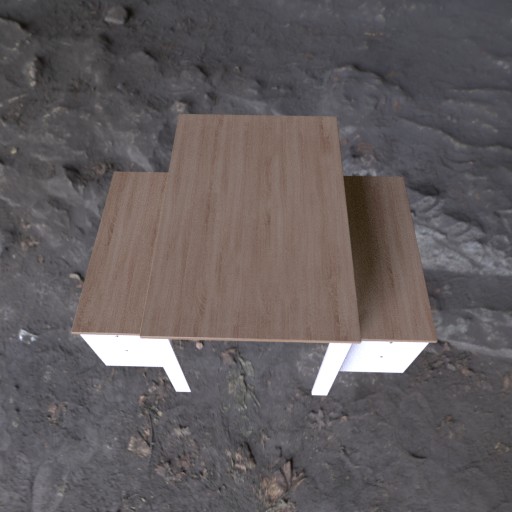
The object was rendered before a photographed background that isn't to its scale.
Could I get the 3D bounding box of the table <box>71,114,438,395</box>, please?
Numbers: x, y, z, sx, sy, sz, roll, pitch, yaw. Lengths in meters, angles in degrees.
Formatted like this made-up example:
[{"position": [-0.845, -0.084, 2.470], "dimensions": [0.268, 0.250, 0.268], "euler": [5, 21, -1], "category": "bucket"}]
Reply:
[{"position": [0.000, 0.000, 2.046], "dimensions": [1.443, 0.700, 1.100], "euler": [1, 57, 1], "category": "table"}]
